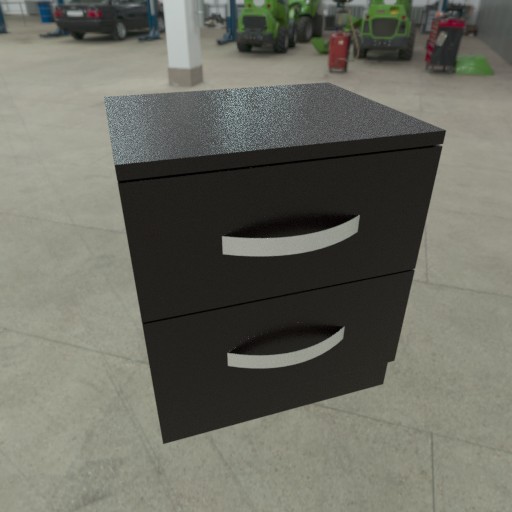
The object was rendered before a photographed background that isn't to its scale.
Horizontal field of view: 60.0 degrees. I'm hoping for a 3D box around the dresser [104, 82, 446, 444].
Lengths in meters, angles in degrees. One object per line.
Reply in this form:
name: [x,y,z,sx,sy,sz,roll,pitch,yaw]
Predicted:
dresser: [0.000,0.000,0.747,0.400,0.470,0.360,-10,33,-15]
